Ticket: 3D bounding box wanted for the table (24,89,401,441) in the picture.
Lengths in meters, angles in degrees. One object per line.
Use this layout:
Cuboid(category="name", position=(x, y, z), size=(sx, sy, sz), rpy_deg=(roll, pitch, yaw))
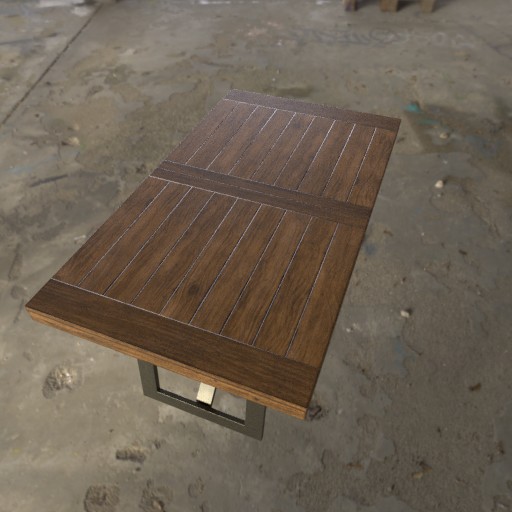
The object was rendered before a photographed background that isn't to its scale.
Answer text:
Cuboid(category="table", position=(0.000, 0.000, 2.088), size=(0.931, 0.757, 1.641), rpy_deg=(16, 48, 15))
